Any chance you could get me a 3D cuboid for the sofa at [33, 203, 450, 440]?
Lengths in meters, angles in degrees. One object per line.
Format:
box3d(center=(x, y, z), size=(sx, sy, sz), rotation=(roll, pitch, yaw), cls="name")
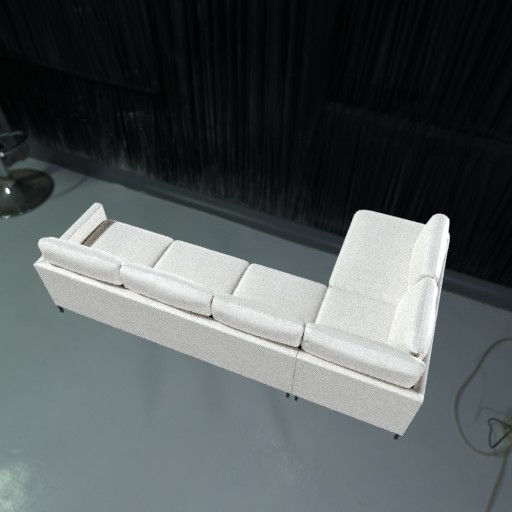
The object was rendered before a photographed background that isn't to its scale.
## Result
box3d(center=(0.000, 0.000, 4.256), size=(3.384, 0.996, 2.048), rotation=(17, 50, 15), cls="sofa")
